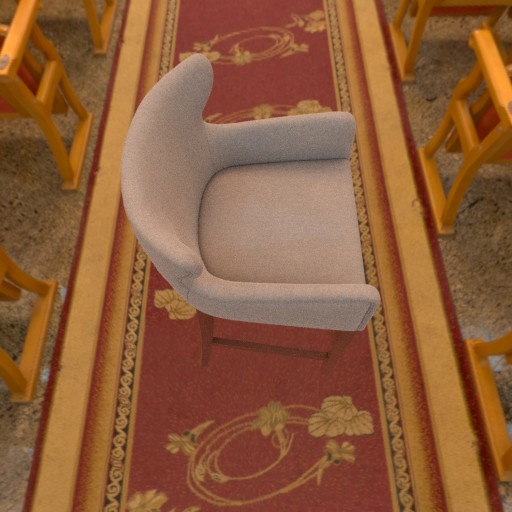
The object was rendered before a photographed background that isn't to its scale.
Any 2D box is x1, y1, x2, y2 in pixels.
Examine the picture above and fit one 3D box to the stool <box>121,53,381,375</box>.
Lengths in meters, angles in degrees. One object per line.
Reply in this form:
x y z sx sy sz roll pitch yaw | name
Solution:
0.000 0.000 1.389 0.575 1.047 0.575 0 63 0 | stool
